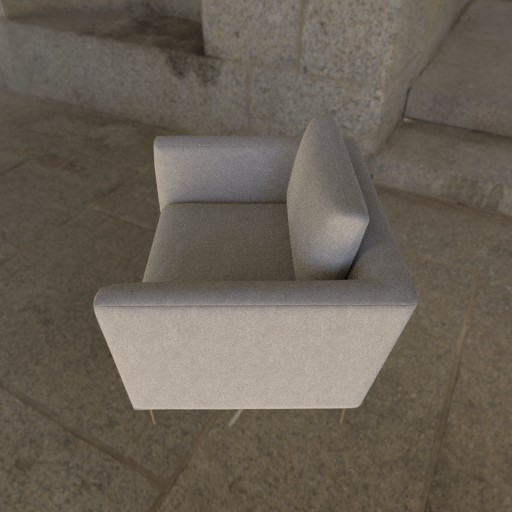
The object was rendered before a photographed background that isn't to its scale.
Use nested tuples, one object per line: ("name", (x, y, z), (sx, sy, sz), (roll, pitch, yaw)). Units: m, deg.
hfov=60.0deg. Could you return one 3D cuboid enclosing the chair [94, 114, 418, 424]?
("chair", (0.000, 0.000, 1.721), (0.889, 0.864, 1.041), (0, 40, 0))
